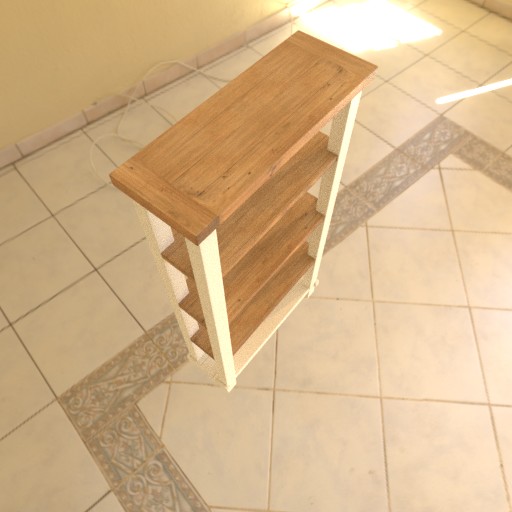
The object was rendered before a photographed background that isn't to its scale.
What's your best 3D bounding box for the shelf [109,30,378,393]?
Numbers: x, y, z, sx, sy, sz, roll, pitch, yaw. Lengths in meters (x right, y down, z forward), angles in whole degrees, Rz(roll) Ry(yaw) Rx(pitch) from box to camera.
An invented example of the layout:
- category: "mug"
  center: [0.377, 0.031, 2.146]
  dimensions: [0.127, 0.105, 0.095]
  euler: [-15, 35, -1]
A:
- category: "shelf"
  center: [0.000, 0.000, 2.354]
  dimensions: [0.381, 1.878, 1.022]
  euler: [35, 64, 19]
